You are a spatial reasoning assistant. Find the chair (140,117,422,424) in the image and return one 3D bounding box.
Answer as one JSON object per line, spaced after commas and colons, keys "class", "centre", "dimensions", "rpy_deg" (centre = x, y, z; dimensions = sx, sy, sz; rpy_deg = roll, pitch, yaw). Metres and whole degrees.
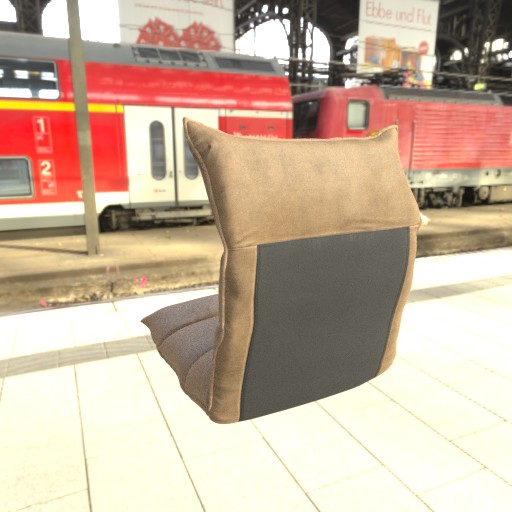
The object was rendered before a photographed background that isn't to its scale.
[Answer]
{"class": "chair", "centre": [0.000, 0.000, 1.589], "dimensions": [0.714, 0.892, 0.985], "rpy_deg": [-7, 15, -26]}
